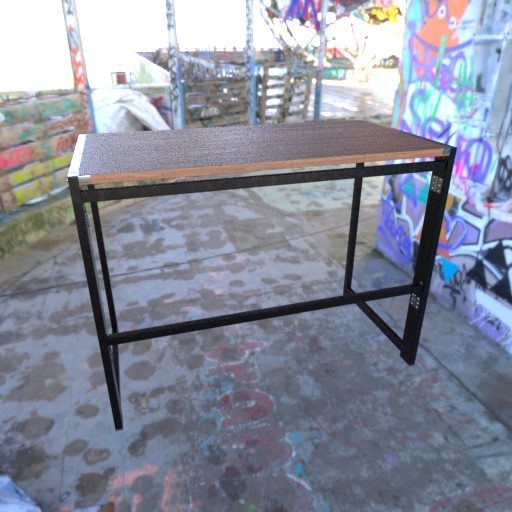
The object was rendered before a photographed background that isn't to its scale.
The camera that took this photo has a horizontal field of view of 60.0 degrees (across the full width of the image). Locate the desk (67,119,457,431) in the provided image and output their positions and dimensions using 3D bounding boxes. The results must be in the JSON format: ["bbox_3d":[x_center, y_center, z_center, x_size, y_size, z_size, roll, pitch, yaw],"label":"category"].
[{"bbox_3d":[0.000,0.000,1.479,1.016,0.762,0.508,-8,27,-15],"label":"desk"}]
